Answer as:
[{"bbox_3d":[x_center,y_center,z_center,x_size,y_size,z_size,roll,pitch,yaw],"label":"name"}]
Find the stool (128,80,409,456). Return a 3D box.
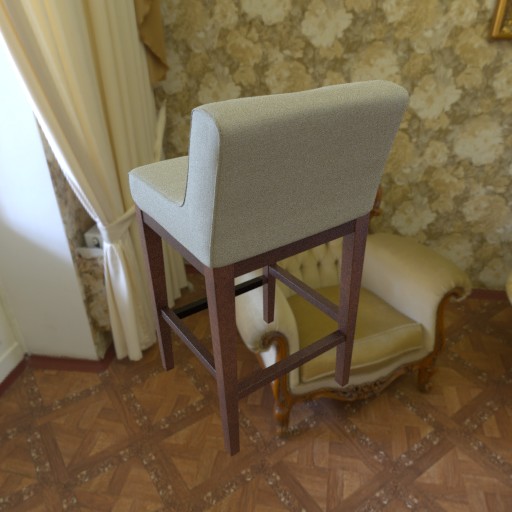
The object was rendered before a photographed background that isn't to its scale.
[{"bbox_3d":[0.000,0.000,1.242,0.511,0.937,0.500,-20,36,-30],"label":"stool"}]
